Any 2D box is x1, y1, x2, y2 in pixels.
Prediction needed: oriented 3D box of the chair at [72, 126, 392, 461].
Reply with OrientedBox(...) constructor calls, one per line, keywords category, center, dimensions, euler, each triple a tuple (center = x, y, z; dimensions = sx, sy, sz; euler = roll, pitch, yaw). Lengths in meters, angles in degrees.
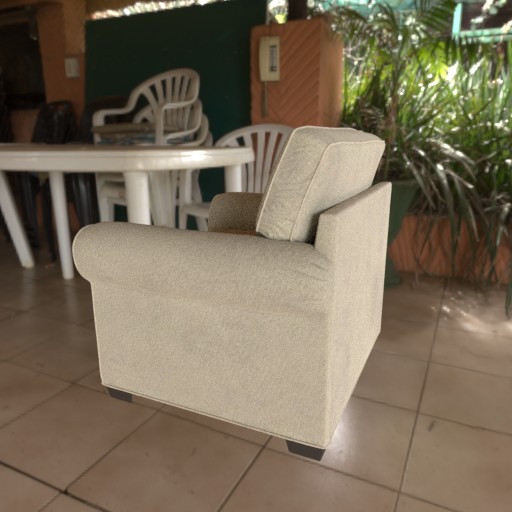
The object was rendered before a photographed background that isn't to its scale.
OrientedBox(category="chair", center=(0.000, 0.000, 1.877), dimensions=(0.939, 1.044, 1.147), euler=(7, 17, 24))
